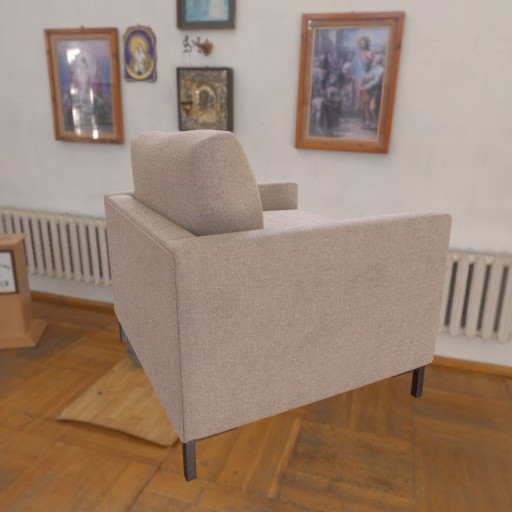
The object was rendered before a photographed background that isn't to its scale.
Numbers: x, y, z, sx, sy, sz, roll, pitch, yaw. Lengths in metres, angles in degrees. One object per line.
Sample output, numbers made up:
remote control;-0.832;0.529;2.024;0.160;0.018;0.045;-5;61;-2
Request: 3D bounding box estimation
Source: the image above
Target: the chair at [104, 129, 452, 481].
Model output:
chair;0.000;0.000;1.565;0.866;0.861;0.963;-8;18;-26
